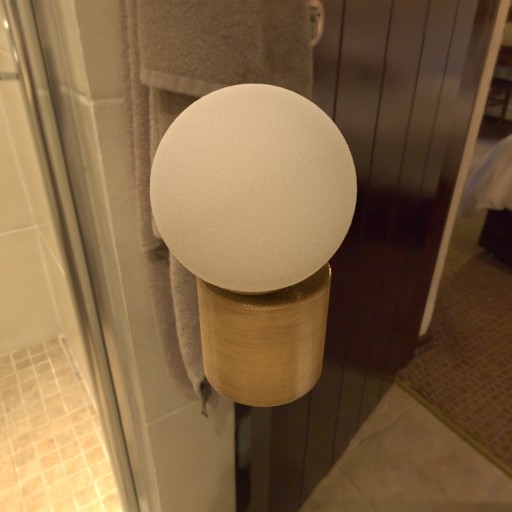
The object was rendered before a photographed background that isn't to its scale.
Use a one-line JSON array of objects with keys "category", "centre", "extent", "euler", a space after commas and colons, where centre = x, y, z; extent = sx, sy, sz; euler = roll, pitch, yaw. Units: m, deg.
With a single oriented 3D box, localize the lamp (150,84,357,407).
[{"category": "lamp", "centre": [0.000, 0.000, 0.342], "extent": [0.141, 0.250, 0.152], "euler": [10, 31, 17]}]
